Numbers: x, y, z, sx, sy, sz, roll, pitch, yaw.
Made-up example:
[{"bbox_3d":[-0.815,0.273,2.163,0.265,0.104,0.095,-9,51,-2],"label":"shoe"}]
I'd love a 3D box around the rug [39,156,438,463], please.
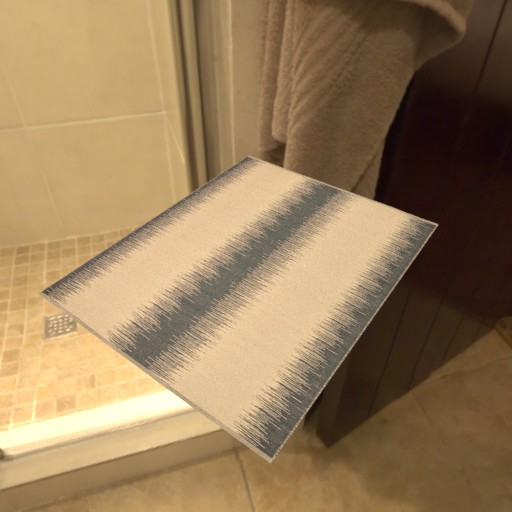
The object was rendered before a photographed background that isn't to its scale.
[{"bbox_3d":[0.000,0.000,4.200,2.453,0.004,3.037,26,47,26],"label":"rug"}]
